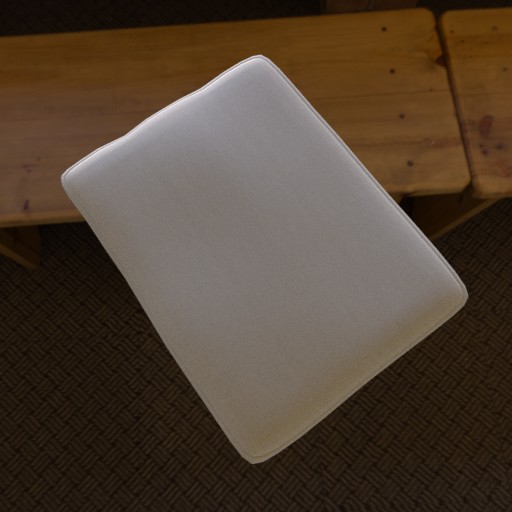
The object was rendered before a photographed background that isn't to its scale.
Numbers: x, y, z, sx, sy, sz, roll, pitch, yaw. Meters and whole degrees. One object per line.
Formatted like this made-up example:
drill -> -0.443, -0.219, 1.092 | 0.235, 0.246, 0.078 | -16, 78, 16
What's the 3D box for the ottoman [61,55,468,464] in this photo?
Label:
ottoman -> 0.000, 0.000, 1.208 | 0.634, 0.496, 0.818 | -35, 78, -9
